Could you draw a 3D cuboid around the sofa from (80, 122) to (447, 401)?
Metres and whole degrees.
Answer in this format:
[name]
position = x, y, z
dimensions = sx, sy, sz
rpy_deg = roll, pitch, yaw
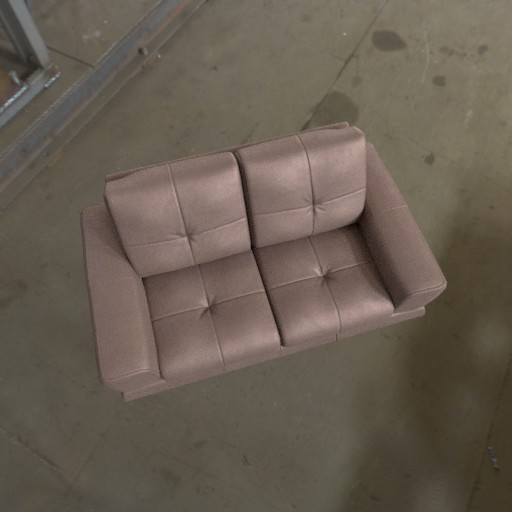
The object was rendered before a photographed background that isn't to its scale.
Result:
[sofa]
position = 0.000, 0.000, 2.431
dimensions = 1.806, 0.907, 1.018
rpy_deg = -15, 64, -7
